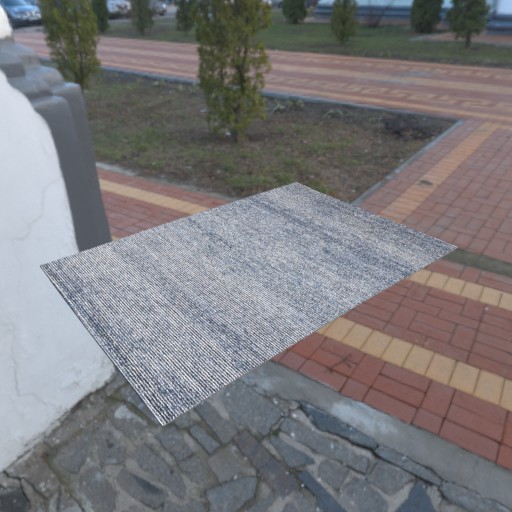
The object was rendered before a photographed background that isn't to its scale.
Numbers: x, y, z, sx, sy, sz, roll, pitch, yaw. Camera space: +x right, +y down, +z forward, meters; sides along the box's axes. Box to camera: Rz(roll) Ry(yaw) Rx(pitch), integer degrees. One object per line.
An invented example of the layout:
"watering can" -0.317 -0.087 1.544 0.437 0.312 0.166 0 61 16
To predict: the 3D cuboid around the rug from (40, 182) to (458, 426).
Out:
"rug" 0.000 0.000 3.002 2.349 0.030 1.624 -23 38 -33
